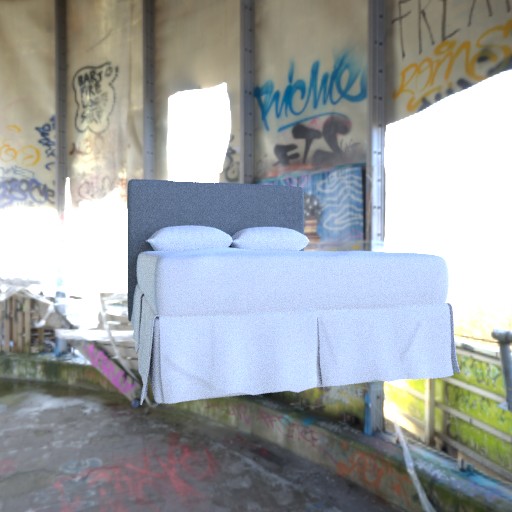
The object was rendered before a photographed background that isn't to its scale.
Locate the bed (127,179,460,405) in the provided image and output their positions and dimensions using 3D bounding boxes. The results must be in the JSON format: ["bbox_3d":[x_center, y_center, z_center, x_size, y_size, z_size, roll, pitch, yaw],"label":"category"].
[{"bbox_3d":[0.000,0.000,3.158,1.723,1.330,2.142,0,1,-17],"label":"bed"}]
